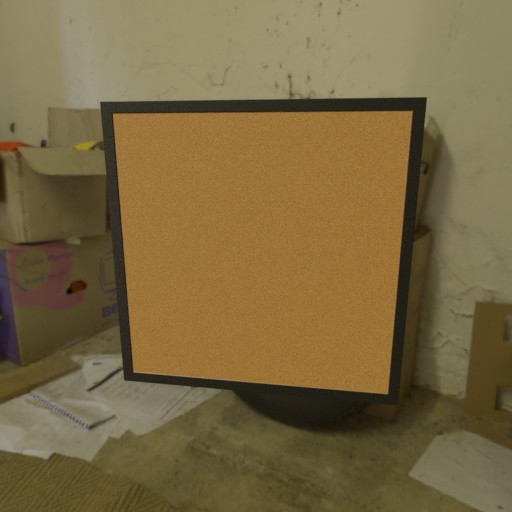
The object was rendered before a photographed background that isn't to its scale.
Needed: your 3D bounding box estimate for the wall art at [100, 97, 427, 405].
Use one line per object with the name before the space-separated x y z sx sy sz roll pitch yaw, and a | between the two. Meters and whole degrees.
wall art | 0.000 0.000 0.762 0.506 0.506 0.037 2 15 9
